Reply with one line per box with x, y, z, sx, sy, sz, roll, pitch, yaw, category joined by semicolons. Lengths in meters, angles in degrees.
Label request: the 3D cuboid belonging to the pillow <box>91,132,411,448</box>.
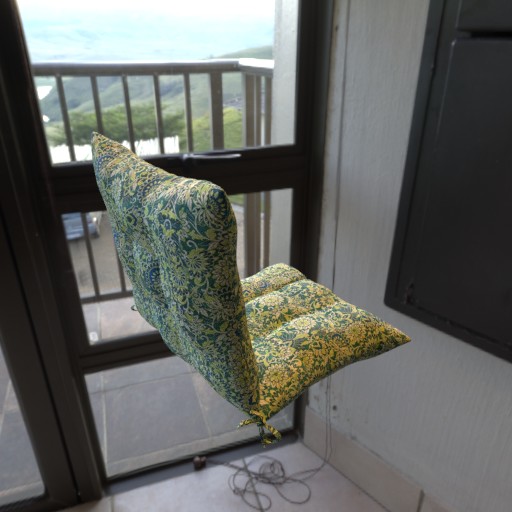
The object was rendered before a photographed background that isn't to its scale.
0.000;0.000;1.011;0.585;0.536;0.541;-18;31;-33;pillow
